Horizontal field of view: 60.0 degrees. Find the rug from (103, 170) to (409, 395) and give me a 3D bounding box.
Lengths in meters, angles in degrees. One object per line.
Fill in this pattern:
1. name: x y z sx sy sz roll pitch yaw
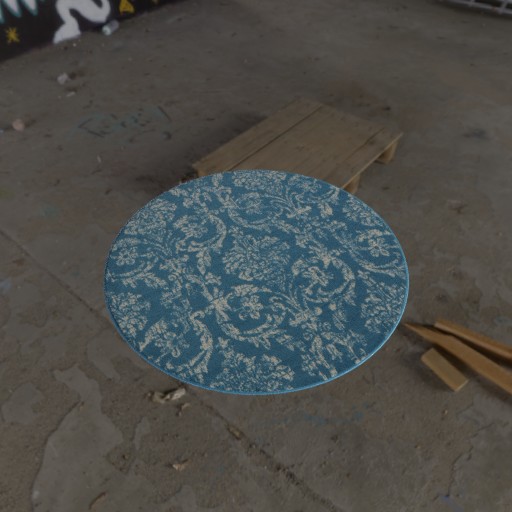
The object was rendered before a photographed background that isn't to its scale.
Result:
1. rug: 0.000 0.000 2.377 1.593 0.012 1.593 0 46 0
